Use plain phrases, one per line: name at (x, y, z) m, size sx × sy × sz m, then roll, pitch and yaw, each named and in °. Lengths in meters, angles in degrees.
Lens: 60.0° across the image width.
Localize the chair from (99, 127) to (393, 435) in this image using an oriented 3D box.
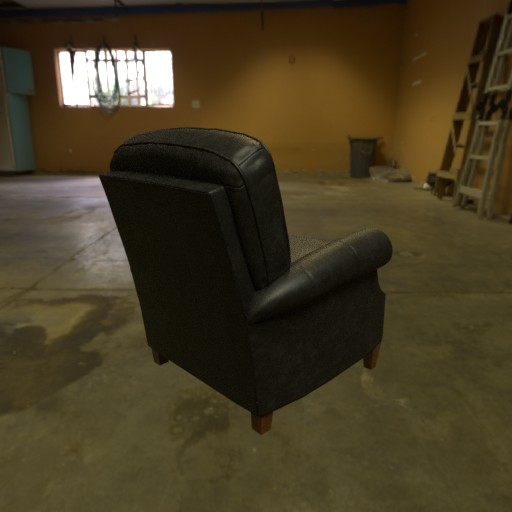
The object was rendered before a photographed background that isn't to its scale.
chair at (0.000, 0.000, 1.829) m, size 0.986 × 1.018 × 0.936 m, roll -15°, pitch 21°, yaw -42°
